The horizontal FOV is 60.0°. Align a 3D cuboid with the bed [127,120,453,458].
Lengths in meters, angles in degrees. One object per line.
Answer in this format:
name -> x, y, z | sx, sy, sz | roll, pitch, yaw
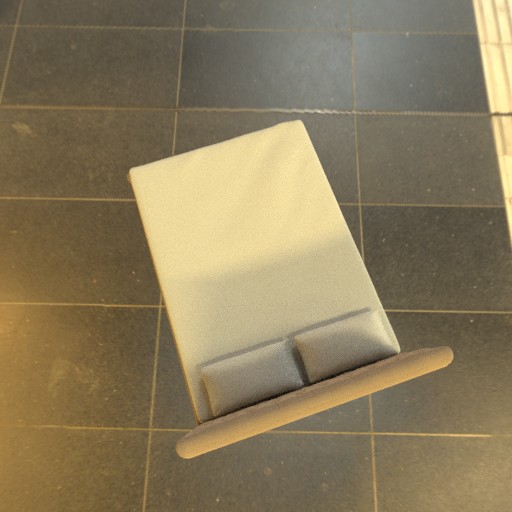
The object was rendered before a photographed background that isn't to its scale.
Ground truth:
bed -> 0.000, 0.000, 3.500 | 1.698, 1.427, 2.387 | -18, 74, -5
